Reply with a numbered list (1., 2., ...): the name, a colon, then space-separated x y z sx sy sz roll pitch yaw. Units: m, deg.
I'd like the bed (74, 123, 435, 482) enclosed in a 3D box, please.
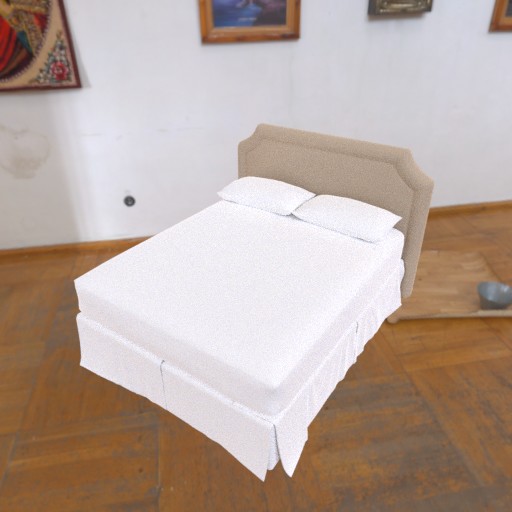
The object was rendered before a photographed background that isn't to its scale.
1. bed: 0.000 0.000 3.258 1.828 1.301 2.204 20 36 29
